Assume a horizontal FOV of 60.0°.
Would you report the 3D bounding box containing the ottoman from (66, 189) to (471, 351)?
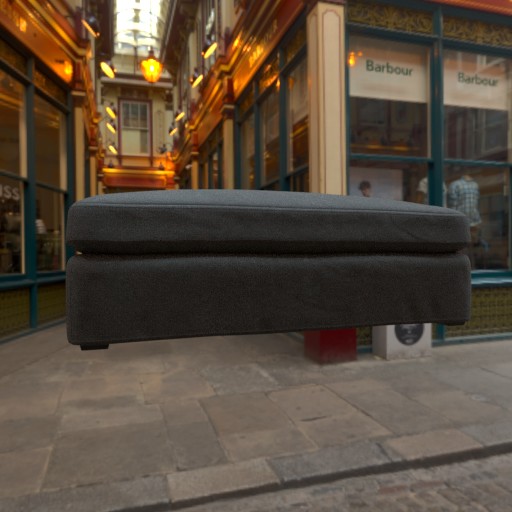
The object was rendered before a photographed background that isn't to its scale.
[{"bbox_3d":[0.000,0.000,1.583,1.199,0.429,0.840,0,1,-18],"label":"ottoman"}]
